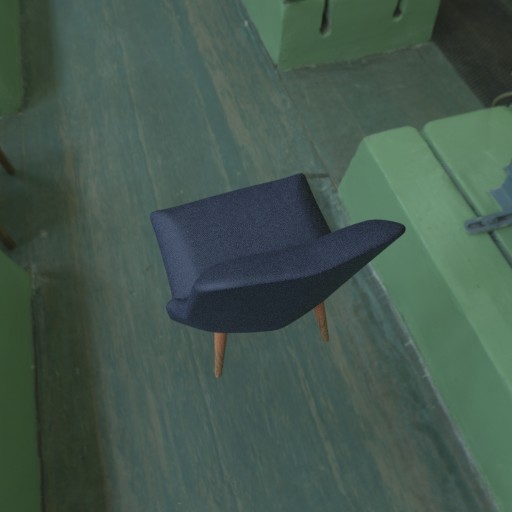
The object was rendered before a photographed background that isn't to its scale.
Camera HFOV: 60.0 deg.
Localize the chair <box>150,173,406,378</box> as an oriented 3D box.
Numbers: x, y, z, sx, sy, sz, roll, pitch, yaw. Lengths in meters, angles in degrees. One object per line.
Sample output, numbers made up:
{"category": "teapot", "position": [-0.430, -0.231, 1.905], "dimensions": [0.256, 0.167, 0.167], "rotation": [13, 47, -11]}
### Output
{"category": "chair", "position": [0.000, 0.000, 1.137], "dimensions": [0.504, 0.820, 0.567], "rotation": [-16, 61, -9]}
